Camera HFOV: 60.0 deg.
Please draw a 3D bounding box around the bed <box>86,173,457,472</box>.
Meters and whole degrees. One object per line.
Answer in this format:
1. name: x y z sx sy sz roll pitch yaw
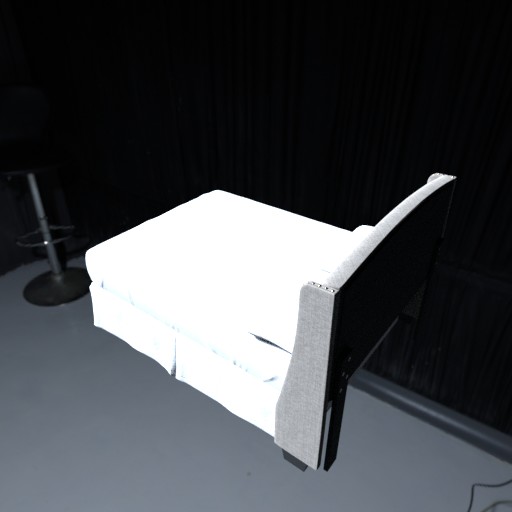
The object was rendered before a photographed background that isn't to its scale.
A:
1. bed: 0.000 0.000 3.341 2.237 1.407 1.710 22 38 31
